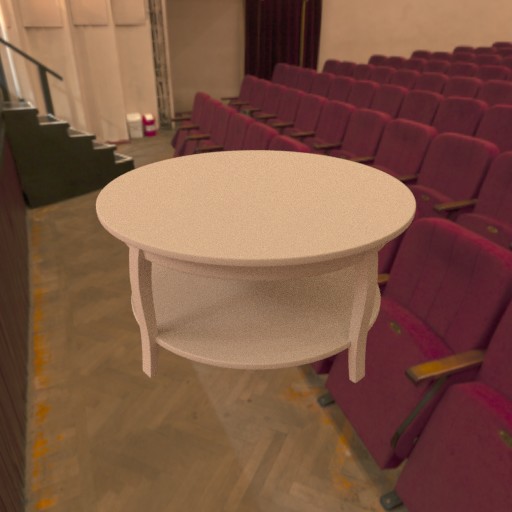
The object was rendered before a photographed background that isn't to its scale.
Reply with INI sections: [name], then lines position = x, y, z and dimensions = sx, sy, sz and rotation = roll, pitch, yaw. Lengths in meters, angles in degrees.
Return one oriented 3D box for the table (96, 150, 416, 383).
[table]
position = 0.000, 0.000, 1.427
dimensions = 0.910, 0.457, 0.910
rotation = 0, 27, 0
